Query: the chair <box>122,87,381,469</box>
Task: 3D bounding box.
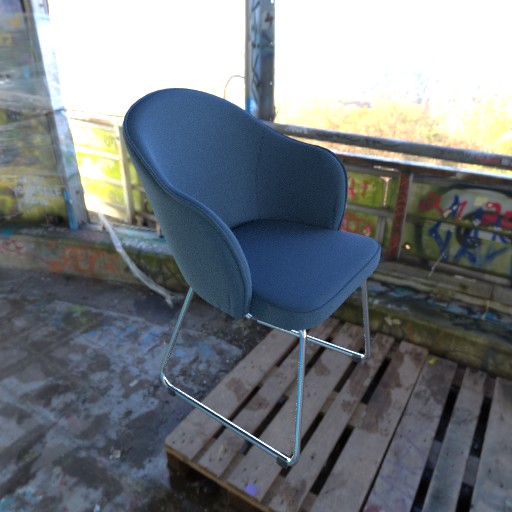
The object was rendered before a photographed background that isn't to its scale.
[{"bbox_3d":[0.000,0.000,1.198,0.585,0.815,0.570,17,32,30],"label":"chair"}]
